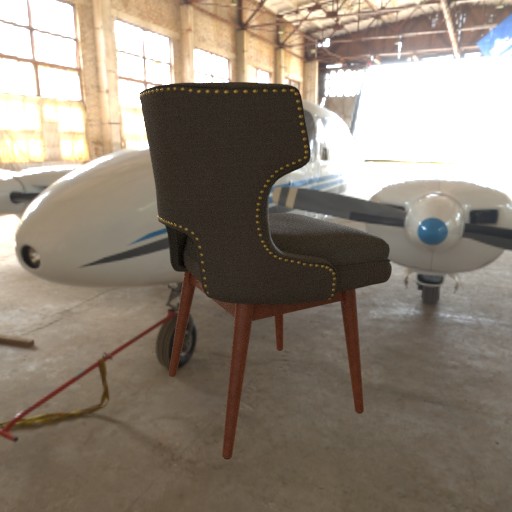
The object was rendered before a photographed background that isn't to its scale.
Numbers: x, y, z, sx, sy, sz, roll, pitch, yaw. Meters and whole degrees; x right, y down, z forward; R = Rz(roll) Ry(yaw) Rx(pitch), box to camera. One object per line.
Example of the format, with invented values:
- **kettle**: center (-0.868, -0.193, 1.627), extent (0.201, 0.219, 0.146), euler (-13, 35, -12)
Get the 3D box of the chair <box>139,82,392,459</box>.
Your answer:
- **chair**: center (0.000, 0.000, 1.244), extent (0.581, 0.863, 0.595), euler (-7, 16, -27)
